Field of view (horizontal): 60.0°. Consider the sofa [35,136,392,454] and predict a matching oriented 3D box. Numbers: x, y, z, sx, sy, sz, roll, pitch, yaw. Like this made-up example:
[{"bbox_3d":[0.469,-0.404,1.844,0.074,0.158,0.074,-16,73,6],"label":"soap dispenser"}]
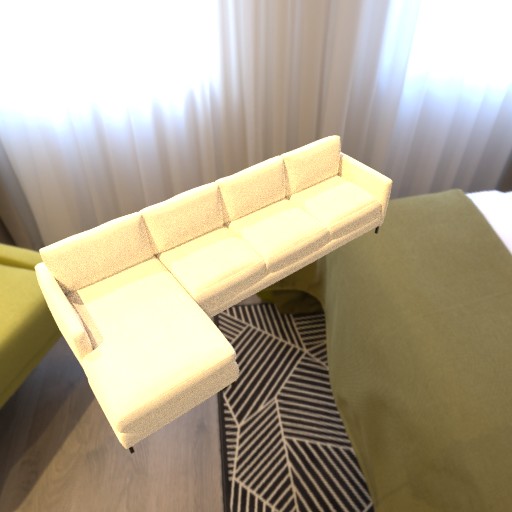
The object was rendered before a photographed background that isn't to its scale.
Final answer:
[{"bbox_3d":[0.000,0.000,3.758,3.186,0.875,1.467,-27,48,-27],"label":"sofa"}]
